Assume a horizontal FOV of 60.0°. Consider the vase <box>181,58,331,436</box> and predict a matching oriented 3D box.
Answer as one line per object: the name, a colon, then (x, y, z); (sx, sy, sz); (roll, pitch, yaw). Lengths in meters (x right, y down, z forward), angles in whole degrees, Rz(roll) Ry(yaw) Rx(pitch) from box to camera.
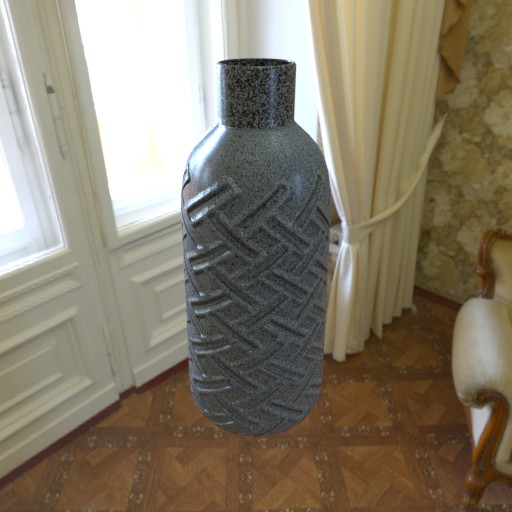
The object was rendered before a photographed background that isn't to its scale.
vase: (0.000, 0.000, 0.350); (0.122, 0.282, 0.122); (0, 29, 0)
